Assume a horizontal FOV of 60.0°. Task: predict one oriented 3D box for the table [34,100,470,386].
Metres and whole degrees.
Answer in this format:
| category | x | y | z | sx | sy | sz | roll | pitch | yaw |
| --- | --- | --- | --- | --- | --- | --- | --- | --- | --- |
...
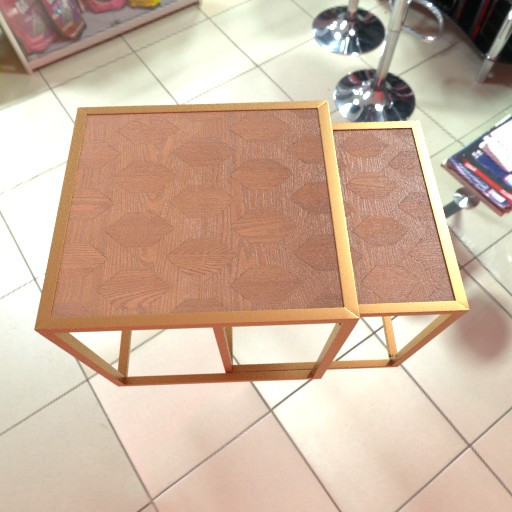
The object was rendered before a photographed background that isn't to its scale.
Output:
| category | x | y | z | sx | sy | sz | roll | pitch | yaw |
| --- | --- | --- | --- | --- | --- | --- | --- | --- | --- |
| table | 0.000 | 0.000 | 1.083 | 0.762 | 0.505 | 0.505 | -2 | 63 | -1 |
